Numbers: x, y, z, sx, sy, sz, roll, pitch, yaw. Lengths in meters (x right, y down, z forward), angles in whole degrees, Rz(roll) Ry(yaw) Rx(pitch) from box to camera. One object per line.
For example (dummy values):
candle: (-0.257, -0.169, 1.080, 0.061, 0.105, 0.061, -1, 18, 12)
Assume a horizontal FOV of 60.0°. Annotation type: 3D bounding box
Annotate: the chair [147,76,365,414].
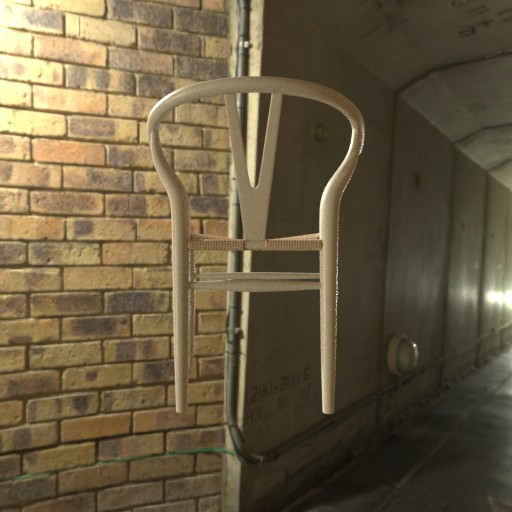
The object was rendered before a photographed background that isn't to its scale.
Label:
chair: (0.000, 0.000, 1.174, 0.569, 0.730, 0.579, 0, 1, 1)
